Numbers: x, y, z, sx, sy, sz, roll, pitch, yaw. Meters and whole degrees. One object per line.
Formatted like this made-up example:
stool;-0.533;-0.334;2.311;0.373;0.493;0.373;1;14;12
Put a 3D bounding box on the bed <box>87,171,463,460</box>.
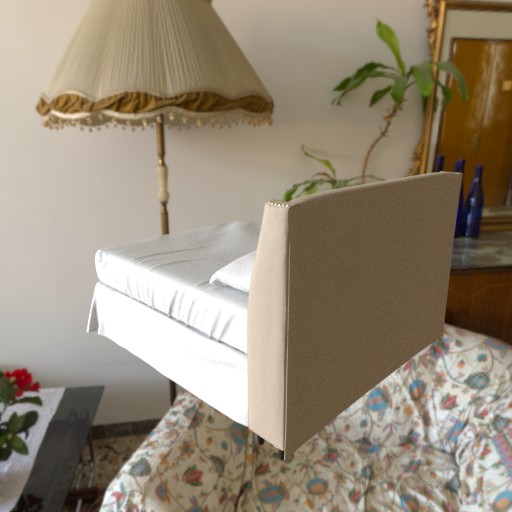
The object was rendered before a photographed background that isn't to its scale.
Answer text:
bed;0.000;0.000;3.418;2.276;1.332;1.925;15;22;42
